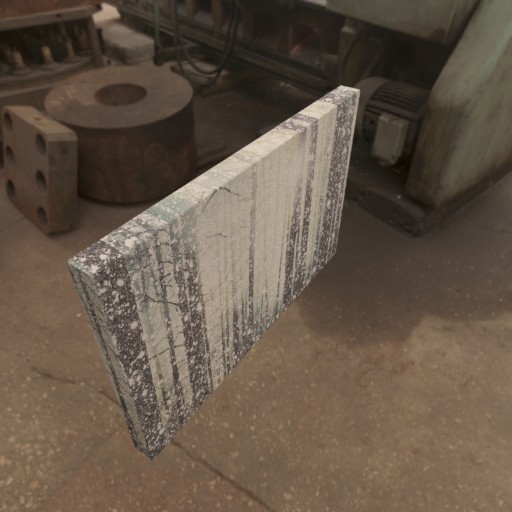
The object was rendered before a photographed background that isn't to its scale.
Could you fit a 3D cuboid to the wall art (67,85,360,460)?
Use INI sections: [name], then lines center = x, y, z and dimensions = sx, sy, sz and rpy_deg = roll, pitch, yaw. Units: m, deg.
[wall art]
center = 0.000, 0.000, 0.766
dimensions = 0.042, 0.398, 0.618
rpy_deg = 25, 46, 26
